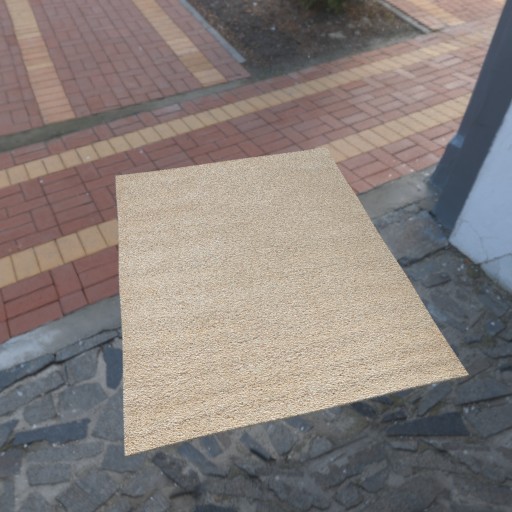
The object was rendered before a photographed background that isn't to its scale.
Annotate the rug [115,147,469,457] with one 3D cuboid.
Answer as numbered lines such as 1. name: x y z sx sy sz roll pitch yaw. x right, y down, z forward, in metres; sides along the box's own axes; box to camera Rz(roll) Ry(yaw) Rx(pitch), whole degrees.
1. rug: 0.000 0.000 3.970 2.400 0.026 3.000 -10 47 -9
